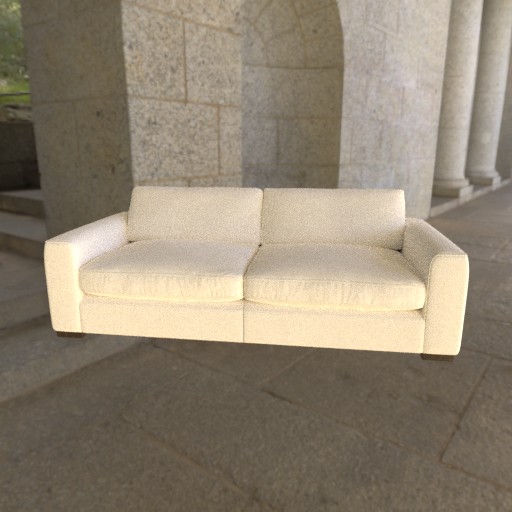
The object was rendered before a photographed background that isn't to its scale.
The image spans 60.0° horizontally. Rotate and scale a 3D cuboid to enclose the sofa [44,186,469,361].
[{"bbox_3d":[0.000,0.000,2.806,2.262,0.801,1.070,2,15,8],"label":"sofa"}]
